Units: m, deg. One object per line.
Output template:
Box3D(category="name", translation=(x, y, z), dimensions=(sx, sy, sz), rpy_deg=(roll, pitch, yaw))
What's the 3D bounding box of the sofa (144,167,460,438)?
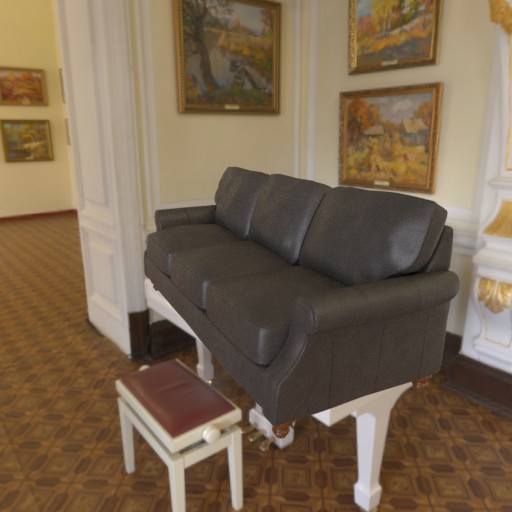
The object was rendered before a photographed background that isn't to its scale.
Box3D(category="sofa", translation=(0.000, 0.000, 2.809), dimensions=(0.974, 0.977, 2.387), rpy_deg=(-8, 17, -26))
